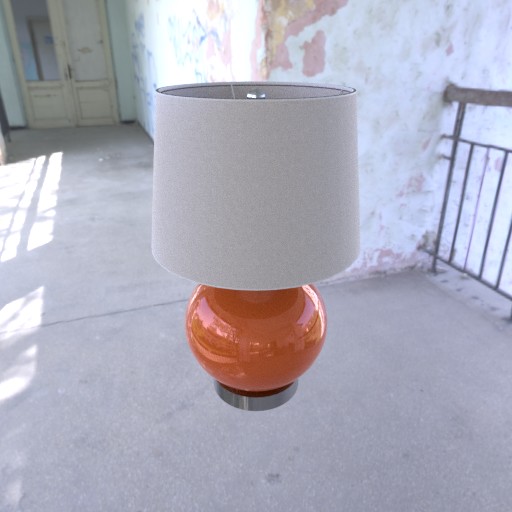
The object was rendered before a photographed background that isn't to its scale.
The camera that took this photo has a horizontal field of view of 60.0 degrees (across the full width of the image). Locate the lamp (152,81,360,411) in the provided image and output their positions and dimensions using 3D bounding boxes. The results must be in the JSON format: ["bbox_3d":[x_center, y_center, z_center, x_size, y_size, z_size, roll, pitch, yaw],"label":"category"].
[{"bbox_3d":[0.000,0.000,0.544,0.247,0.387,0.247,0,25,0],"label":"lamp"}]
